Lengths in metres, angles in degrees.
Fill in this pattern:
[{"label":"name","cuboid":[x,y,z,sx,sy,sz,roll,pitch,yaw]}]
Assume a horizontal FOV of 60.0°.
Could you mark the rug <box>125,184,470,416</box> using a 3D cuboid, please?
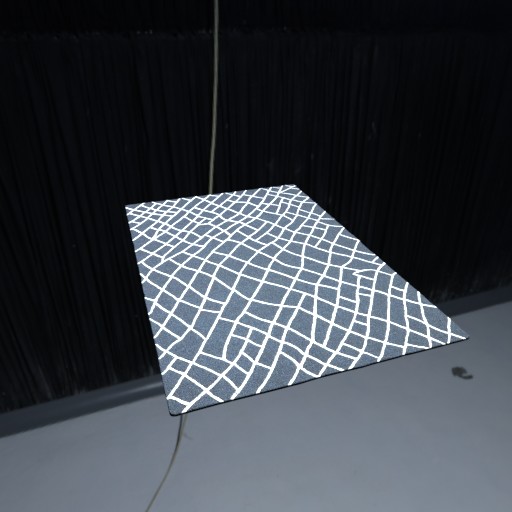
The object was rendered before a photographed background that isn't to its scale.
[{"label":"rug","cuboid":[0.000,0.000,2.373,1.223,0.013,1.830,-10,31,-16]}]
